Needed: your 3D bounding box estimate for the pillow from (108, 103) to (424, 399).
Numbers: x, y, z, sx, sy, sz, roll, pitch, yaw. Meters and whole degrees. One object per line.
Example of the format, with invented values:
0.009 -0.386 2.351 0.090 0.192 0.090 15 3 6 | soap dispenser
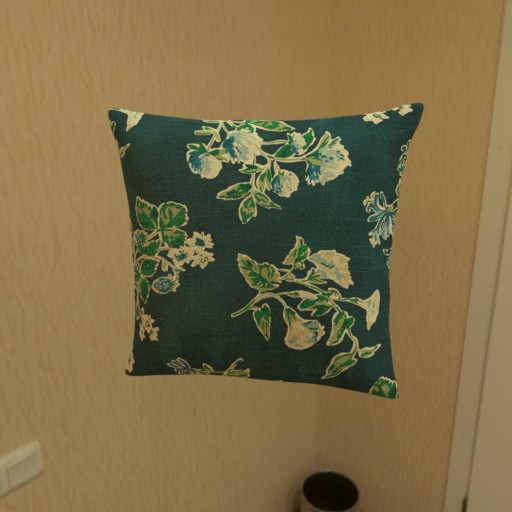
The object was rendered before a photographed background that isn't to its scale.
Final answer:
0.000 0.000 0.785 0.525 0.508 0.166 2 14 9 | pillow
